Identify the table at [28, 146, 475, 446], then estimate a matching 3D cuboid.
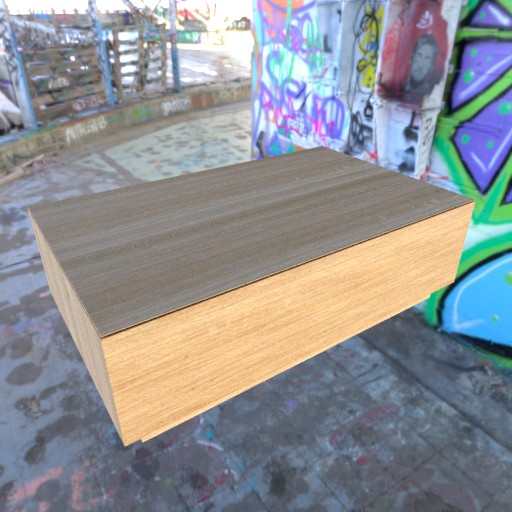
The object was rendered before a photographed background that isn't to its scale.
[{"bbox_3d":[0.000,0.000,1.372,1.110,0.353,0.678,-19,35,-29],"label":"table"}]
